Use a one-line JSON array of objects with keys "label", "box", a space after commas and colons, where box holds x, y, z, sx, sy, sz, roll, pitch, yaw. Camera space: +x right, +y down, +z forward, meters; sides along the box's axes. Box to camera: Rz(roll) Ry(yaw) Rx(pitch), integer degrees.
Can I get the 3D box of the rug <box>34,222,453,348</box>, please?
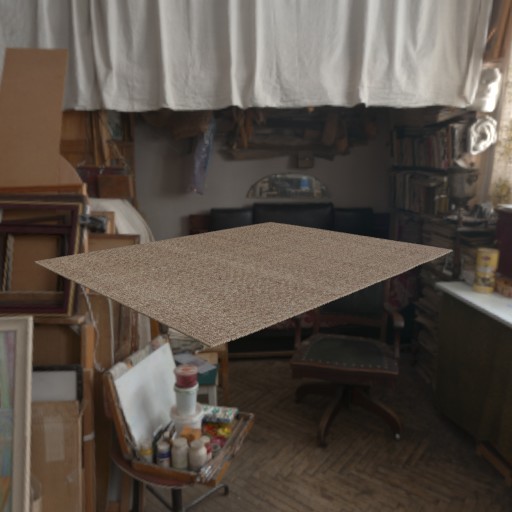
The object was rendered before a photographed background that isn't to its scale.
[{"label": "rug", "box": [0.000, 0.000, 4.049, 2.439, 0.013, 3.048, 13, 19, 43]}]
